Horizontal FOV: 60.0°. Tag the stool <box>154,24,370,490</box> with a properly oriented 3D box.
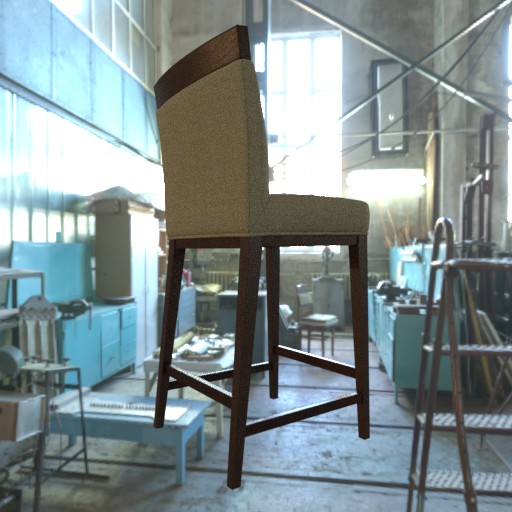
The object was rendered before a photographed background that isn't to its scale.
[{"bbox_3d":[0.000,0.000,1.263,0.480,1.011,0.463,-1,1,-36],"label":"stool"}]
